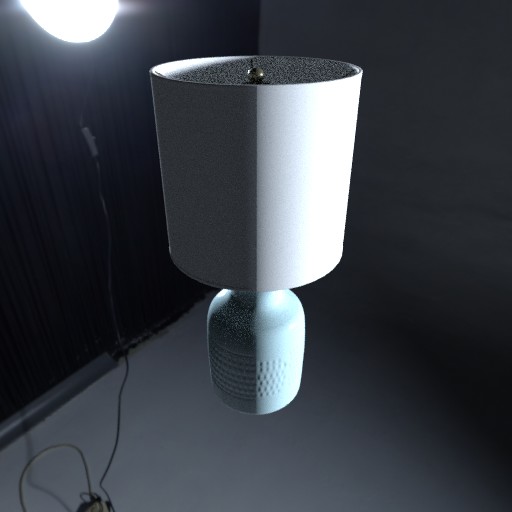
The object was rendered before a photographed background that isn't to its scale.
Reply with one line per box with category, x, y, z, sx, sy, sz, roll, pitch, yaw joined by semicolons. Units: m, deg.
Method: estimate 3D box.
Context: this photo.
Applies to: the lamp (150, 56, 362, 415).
lamp;0.000;0.000;1.106;0.418;0.871;0.418;20;36;30
